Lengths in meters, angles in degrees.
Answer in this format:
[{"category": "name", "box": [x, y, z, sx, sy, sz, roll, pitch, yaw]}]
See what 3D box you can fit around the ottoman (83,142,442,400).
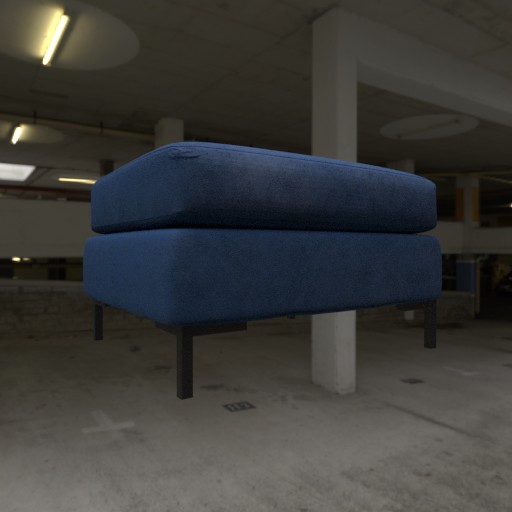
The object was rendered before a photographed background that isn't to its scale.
[{"category": "ottoman", "box": [0.000, 0.000, 1.221, 0.794, 0.485, 0.655, -1, 1, -34]}]
